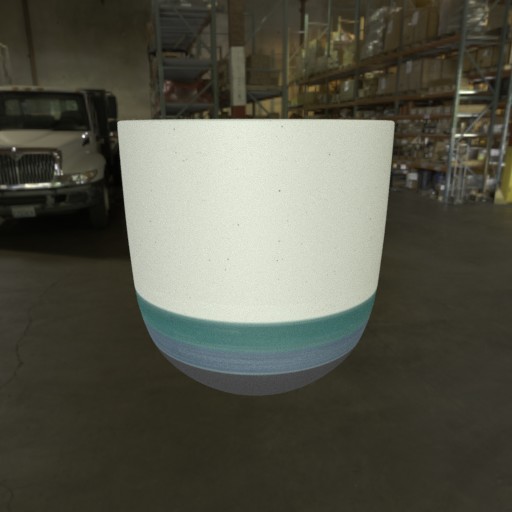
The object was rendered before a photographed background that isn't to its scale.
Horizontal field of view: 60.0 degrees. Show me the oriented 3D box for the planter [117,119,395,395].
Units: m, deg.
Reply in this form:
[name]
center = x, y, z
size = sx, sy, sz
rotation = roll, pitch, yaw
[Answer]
[planter]
center = 0.000, 0.000, 0.369
size = 0.204, 0.214, 0.204
rotation = 0, 16, 0
